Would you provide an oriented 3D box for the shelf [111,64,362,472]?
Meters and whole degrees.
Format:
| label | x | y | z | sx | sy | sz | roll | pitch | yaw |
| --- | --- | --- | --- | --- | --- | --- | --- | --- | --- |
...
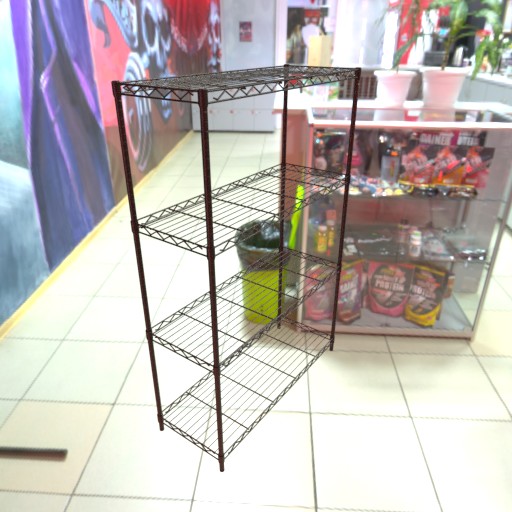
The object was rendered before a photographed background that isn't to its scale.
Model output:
| label | x | y | z | sx | sy | sz | roll | pitch | yaw |
| --- | --- | --- | --- | --- | --- | --- | --- | --- | --- |
| shelf | 0.000 | 0.000 | 1.777 | 0.352 | 1.361 | 0.907 | 18 | 32 | 32 |
